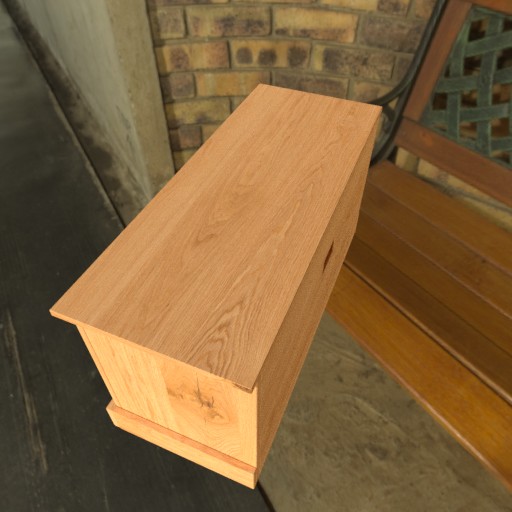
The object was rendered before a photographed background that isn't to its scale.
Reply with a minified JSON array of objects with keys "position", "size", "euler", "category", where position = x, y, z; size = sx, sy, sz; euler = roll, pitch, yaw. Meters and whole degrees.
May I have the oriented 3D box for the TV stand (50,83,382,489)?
[{"position":[0.000,0.000,1.355],"size":[0.440,0.550,1.080],"euler":[17,48,16],"category":"TV stand"}]
